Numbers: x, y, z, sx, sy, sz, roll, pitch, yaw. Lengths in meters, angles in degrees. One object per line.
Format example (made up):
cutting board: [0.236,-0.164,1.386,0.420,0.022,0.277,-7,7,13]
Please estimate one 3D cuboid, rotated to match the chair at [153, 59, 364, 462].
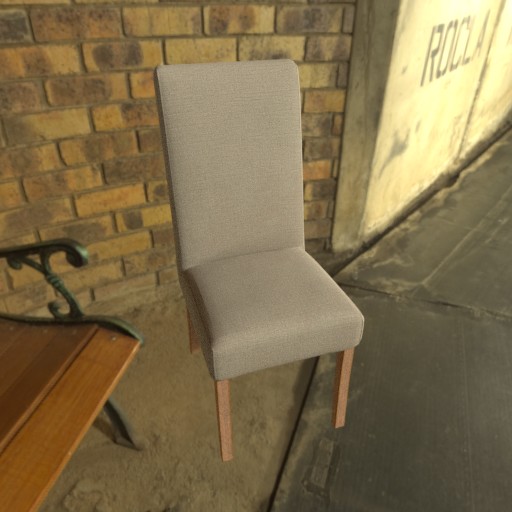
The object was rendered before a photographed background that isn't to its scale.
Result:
chair: [0.000,0.000,1.367,0.450,1.033,0.611,-10,33,-16]
